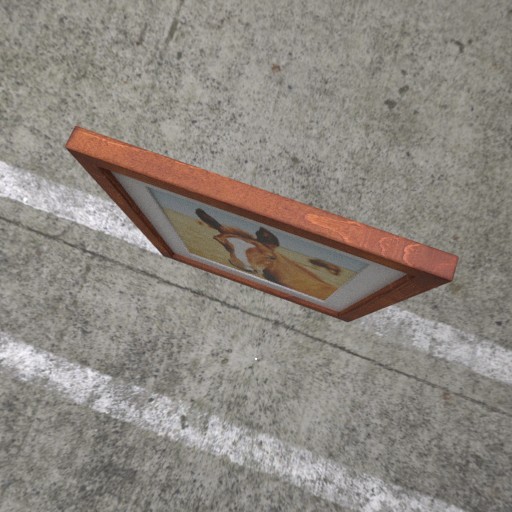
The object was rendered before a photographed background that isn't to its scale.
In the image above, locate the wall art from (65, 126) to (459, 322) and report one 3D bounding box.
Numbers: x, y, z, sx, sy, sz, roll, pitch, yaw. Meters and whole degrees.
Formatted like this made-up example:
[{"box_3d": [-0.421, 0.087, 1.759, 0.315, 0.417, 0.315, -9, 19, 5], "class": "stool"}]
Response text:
[{"box_3d": [0.000, 0.000, 0.770, 0.462, 0.558, 0.030, 19, 78, 4], "class": "wall art"}]
